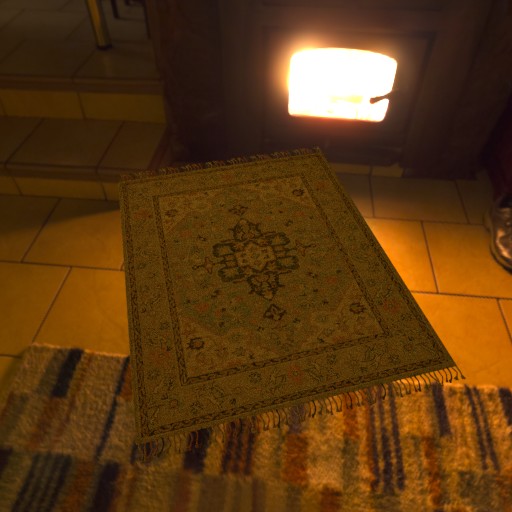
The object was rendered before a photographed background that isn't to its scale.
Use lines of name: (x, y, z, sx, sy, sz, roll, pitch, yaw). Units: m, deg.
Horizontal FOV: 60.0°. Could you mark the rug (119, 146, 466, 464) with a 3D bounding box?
rug: (0.000, 0.000, 3.399, 1.971, 0.010, 2.651, -10, 47, -10)
